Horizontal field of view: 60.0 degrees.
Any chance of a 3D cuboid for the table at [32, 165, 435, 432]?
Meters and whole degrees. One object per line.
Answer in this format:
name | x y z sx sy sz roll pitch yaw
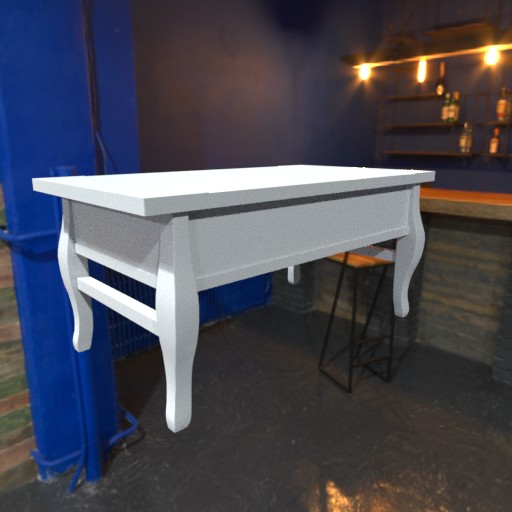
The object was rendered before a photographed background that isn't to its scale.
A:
table | 0.000 0.000 1.367 1.062 0.495 0.600 -13 19 -41
